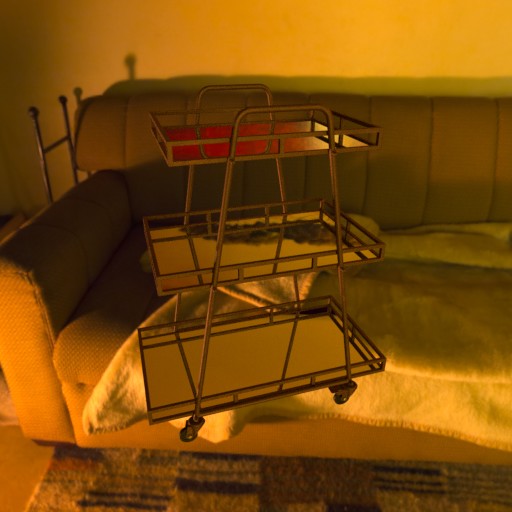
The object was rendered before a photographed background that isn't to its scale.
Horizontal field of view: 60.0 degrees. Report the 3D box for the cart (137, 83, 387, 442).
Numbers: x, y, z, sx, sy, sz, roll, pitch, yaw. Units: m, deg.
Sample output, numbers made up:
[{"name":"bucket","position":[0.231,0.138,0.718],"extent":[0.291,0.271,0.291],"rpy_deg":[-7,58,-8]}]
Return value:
[{"name":"cart","position":[0.000,0.000,1.270],"extent":[0.711,0.883,0.441],"rpy_deg":[-8,28,-15]}]
